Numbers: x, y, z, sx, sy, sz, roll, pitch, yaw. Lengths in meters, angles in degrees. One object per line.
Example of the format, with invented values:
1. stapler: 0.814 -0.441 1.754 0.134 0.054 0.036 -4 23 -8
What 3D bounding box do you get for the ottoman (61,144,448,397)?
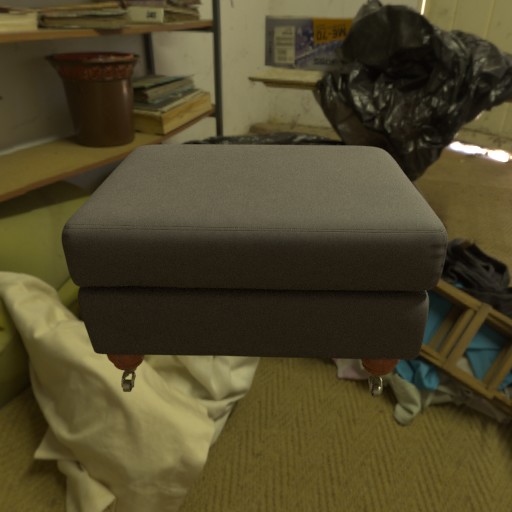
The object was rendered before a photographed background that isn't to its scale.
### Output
1. ottoman: 0.000 0.000 1.173 0.773 0.497 0.574 1 30 1
